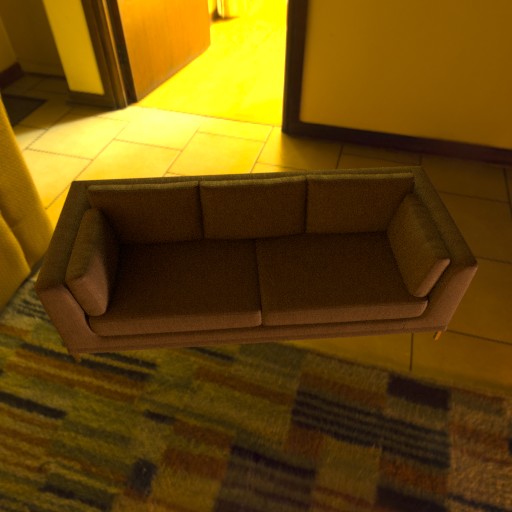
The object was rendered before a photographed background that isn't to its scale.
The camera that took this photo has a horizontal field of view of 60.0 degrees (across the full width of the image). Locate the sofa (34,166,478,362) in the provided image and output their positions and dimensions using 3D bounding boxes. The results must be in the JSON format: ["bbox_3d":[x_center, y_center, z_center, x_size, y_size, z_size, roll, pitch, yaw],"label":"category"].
[{"bbox_3d":[0.000,0.000,2.923,2.415,0.867,0.969,-3,46,-3],"label":"sofa"}]
